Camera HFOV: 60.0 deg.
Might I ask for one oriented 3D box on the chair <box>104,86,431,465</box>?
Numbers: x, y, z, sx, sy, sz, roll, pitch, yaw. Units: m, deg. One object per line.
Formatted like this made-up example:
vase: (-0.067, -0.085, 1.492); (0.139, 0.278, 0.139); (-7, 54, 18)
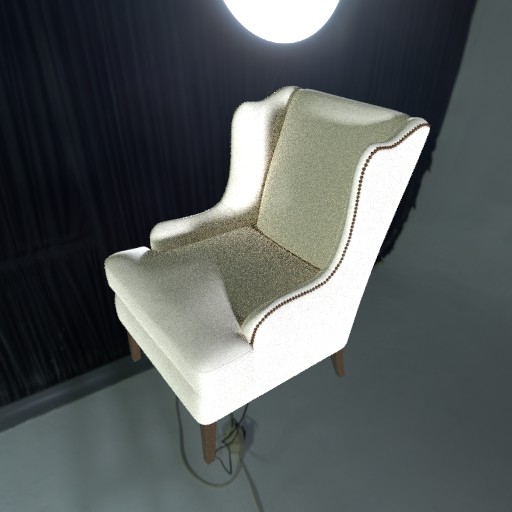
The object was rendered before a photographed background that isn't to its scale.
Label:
chair: (0.000, 0.000, 1.661); (0.940, 1.029, 0.737); (-22, 38, -31)
